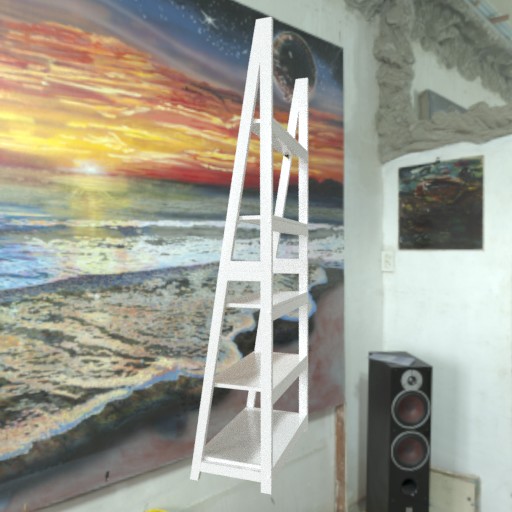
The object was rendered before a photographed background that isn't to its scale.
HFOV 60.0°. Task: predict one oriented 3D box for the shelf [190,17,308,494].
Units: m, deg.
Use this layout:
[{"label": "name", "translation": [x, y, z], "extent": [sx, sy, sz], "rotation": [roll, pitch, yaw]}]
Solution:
[{"label": "shelf", "translation": [0.000, 0.000, 2.004], "extent": [0.341, 1.779, 0.636], "rotation": [0, 1, 19]}]
